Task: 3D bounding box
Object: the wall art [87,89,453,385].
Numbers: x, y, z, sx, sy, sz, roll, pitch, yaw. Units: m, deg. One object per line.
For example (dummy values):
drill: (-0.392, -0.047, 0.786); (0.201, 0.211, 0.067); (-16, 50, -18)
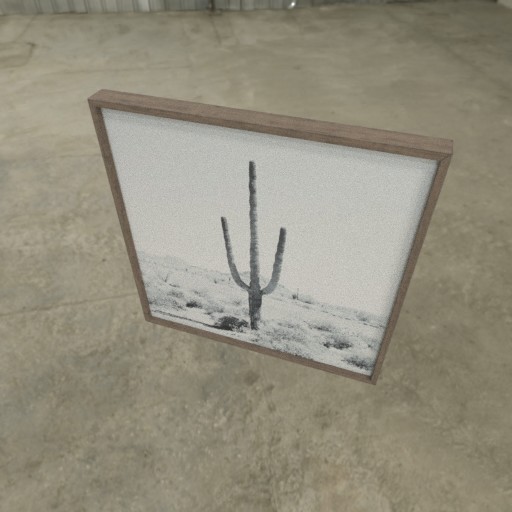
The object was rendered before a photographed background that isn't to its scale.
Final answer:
wall art: (0.000, 0.000, 0.772); (0.508, 0.508, 0.038); (13, 44, 14)
